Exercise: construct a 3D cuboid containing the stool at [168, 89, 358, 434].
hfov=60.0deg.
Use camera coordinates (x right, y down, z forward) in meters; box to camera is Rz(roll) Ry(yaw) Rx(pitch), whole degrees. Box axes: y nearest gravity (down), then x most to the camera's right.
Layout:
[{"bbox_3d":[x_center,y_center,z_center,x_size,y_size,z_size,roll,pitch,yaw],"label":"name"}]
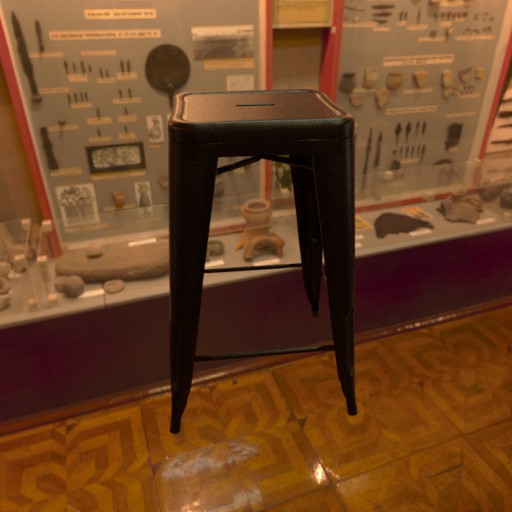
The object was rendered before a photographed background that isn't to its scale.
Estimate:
[{"bbox_3d":[0.000,0.000,0.916,0.455,0.609,0.423,-9,32,-16],"label":"stool"}]
